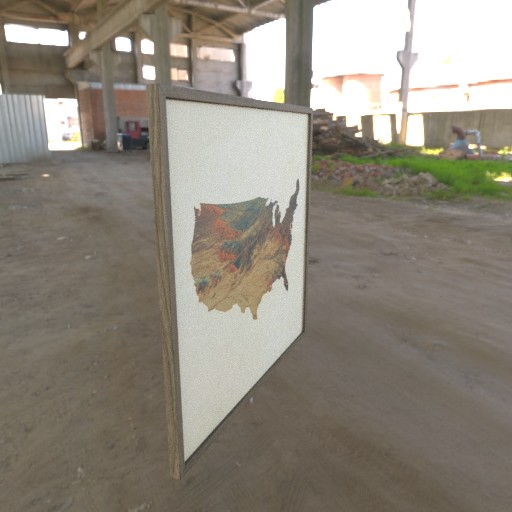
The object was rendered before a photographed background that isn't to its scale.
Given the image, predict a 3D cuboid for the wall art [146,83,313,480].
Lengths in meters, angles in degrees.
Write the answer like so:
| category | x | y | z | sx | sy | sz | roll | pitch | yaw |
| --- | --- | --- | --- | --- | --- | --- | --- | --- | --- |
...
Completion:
| category | x | y | z | sx | sy | sz | roll | pitch | yaw |
| --- | --- | --- | --- | --- | --- | --- | --- | --- | --- |
| wall art | 0.000 | 0.000 | 0.760 | 0.016 | 0.507 | 0.508 | 7 | 17 | 25 |
